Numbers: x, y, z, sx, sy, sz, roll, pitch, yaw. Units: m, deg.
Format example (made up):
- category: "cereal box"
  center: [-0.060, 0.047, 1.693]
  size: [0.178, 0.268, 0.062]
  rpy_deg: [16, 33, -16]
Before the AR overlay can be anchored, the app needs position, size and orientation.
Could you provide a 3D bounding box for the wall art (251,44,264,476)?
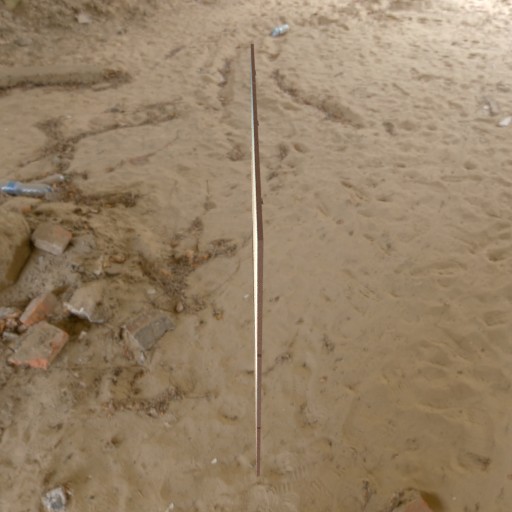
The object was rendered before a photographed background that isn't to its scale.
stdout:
- category: "wall art"
  center: [0.000, 0.000, 1.765]
  size: [0.019, 1.218, 1.221]
  rpy_deg: [-1, 43, -1]
